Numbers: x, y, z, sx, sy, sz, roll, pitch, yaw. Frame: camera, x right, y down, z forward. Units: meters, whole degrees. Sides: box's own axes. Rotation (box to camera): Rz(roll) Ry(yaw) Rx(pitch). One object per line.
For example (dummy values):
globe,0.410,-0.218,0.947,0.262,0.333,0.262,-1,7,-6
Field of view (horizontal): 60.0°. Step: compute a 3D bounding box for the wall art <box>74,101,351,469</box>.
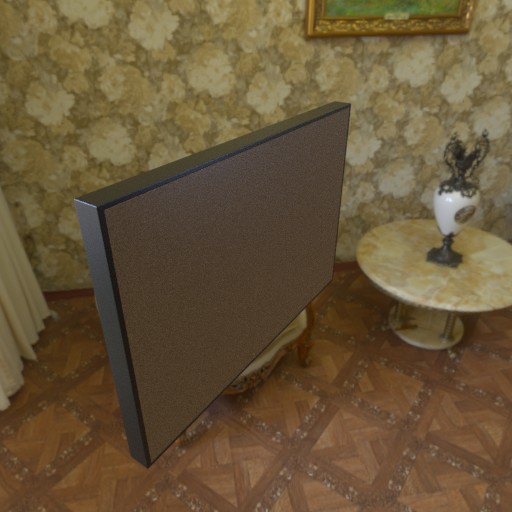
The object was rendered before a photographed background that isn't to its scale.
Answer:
wall art,0.000,0.000,1.183,0.058,0.640,0.939,19,35,29
